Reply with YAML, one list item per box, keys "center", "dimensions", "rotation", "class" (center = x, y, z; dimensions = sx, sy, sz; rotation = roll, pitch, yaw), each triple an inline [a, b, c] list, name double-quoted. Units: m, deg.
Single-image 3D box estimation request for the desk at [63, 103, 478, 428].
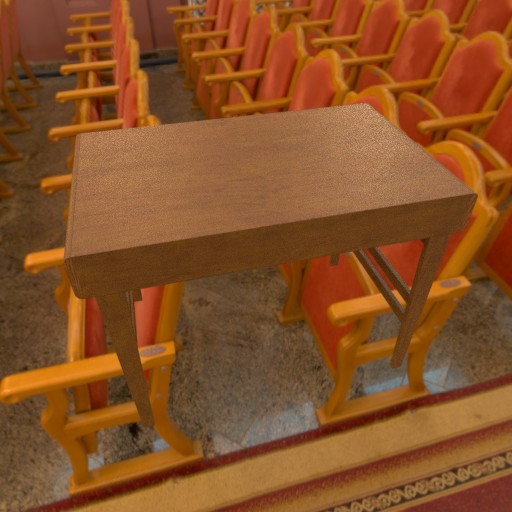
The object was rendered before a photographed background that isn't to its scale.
- center: [0.000, 0.000, 1.571]
  dimensions: [1.066, 0.754, 0.660]
  rotation: [-10, 41, -11]
  class: "desk"
